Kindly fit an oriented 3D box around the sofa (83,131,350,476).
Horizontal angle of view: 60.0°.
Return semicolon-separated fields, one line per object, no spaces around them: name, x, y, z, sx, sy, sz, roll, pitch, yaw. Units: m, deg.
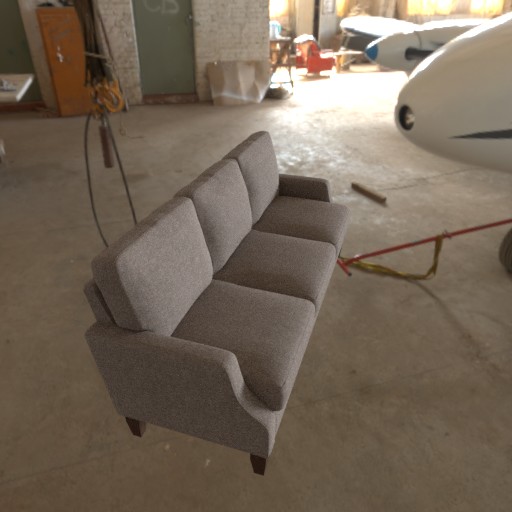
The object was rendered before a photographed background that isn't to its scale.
sofa;0.000;0.000;2.662;0.888;0.984;2.115;10;32;16
